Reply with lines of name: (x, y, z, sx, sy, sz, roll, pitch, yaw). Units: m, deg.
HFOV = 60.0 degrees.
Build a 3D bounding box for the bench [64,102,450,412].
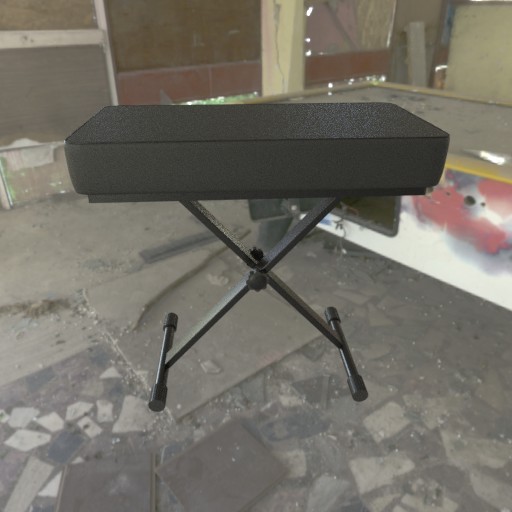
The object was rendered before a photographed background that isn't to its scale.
bench: (0.000, 0.000, 0.930, 0.600, 0.561, 0.300, -2, 29, -3)
